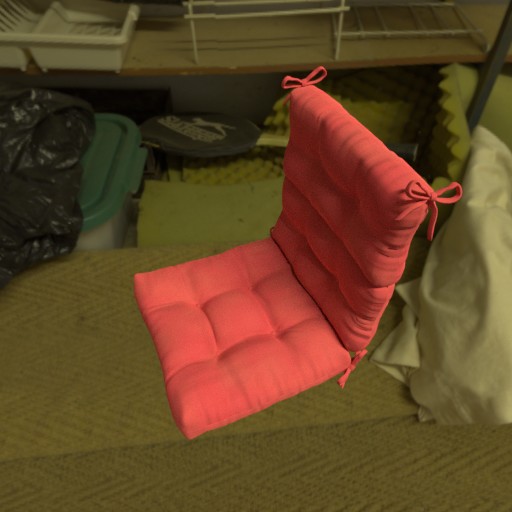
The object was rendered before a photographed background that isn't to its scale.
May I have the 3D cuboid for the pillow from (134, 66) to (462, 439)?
[{"bbox_3d":[0.000,0.000,1.026,0.571,0.605,0.519,-18,50,-16],"label":"pillow"}]
